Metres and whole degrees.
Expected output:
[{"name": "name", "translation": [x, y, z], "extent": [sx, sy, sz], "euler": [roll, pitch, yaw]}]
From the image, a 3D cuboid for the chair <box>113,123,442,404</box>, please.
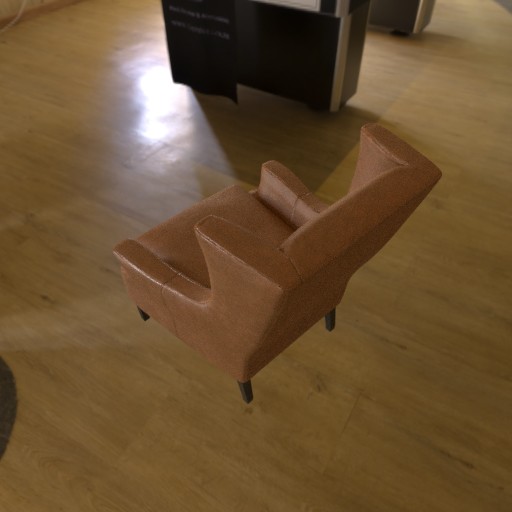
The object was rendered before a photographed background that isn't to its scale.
[{"name": "chair", "translation": [0.000, 0.000, 1.732], "extent": [0.852, 1.016, 0.925], "euler": [-34, 55, -28]}]
